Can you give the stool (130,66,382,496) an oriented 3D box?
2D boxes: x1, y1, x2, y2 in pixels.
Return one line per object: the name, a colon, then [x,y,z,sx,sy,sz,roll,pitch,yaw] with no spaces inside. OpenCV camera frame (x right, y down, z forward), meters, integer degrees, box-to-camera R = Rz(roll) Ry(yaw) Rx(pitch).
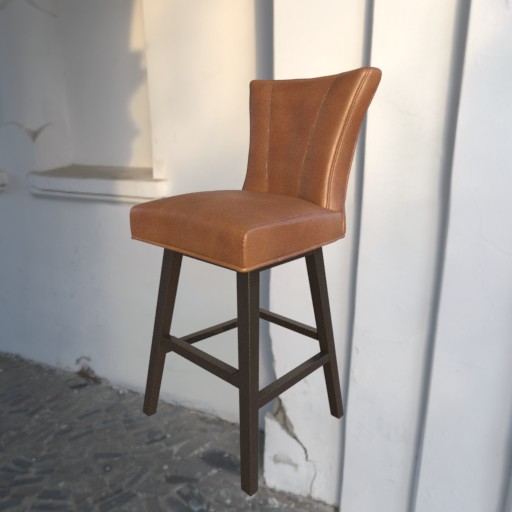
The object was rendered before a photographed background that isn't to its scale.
stool: [0.000,0.000,1.379,0.522,1.094,0.585,15,21,43]
